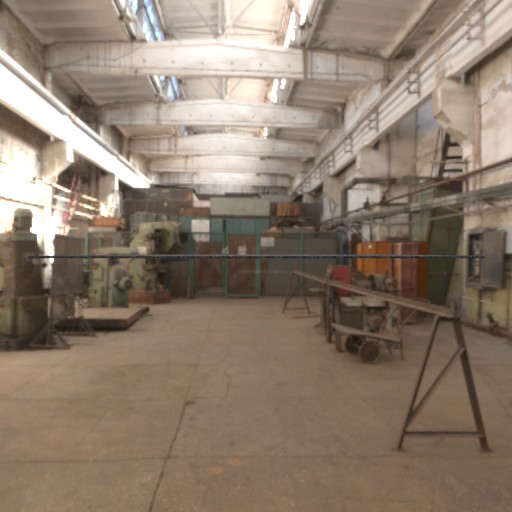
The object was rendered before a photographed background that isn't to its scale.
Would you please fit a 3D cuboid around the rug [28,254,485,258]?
[{"bbox_3d":[0.000,0.000,2.257,1.754,0.010,1.139,0,0,0],"label":"rug"}]
